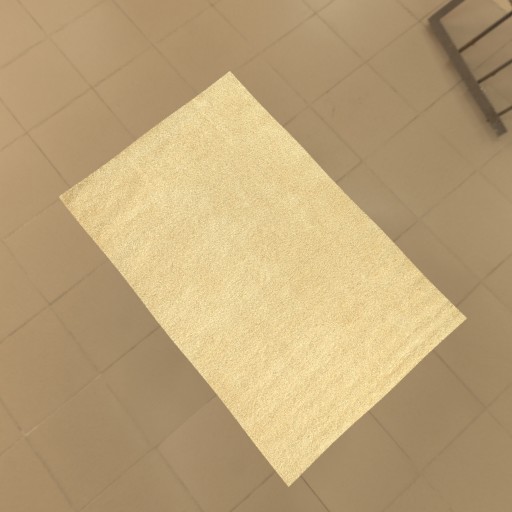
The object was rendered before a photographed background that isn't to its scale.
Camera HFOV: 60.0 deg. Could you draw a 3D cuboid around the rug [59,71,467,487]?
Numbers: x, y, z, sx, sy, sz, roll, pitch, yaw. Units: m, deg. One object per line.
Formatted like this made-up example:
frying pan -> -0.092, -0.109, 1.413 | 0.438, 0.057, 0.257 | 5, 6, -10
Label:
rug -> 0.000, 0.000, 2.902 | 1.500, 0.025, 2.346 | -40, 80, -9
